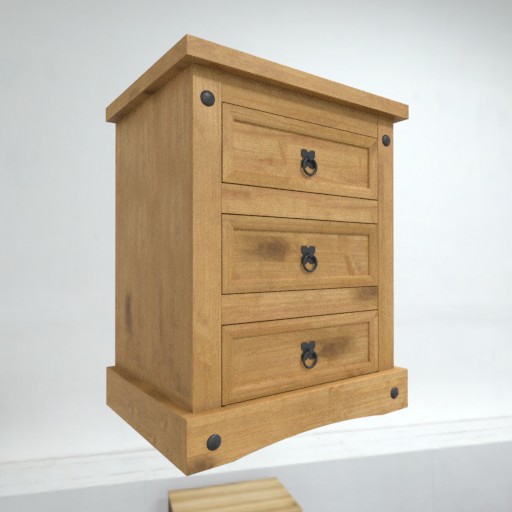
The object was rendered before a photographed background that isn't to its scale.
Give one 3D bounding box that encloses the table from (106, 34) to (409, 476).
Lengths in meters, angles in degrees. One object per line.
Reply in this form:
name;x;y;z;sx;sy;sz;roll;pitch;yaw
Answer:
table;0.000;0.000;1.203;0.660;0.813;0.500;0;0;-35
